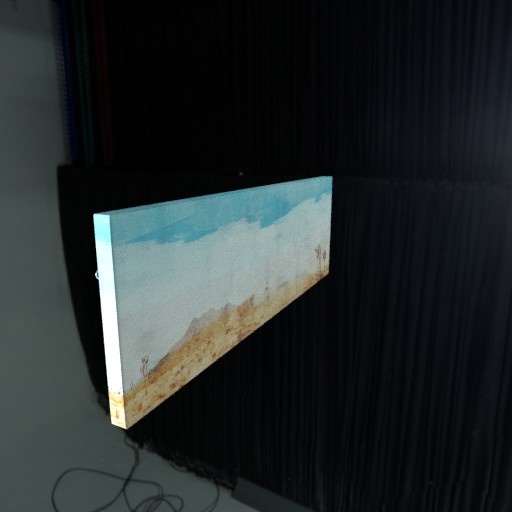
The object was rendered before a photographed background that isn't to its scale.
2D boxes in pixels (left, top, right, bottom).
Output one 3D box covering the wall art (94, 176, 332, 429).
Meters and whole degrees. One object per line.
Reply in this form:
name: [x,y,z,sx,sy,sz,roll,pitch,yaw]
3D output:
wall art: [0.000,0.000,0.826,0.044,0.254,0.759,7,15,26]
